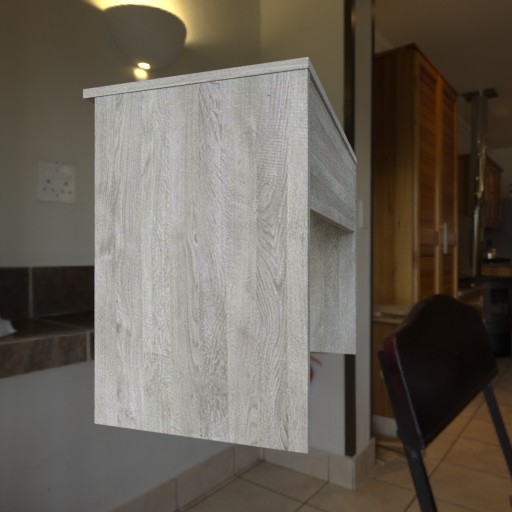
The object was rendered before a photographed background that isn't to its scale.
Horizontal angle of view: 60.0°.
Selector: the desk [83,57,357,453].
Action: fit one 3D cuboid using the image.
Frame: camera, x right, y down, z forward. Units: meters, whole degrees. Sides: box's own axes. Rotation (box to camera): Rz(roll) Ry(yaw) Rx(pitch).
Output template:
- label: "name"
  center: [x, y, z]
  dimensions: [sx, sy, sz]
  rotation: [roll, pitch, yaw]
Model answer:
- label: "desk"
  center: [0.000, 0.000, 1.309]
  dimensions: [0.498, 0.724, 0.893]
  rotation: [0, 0, 18]
